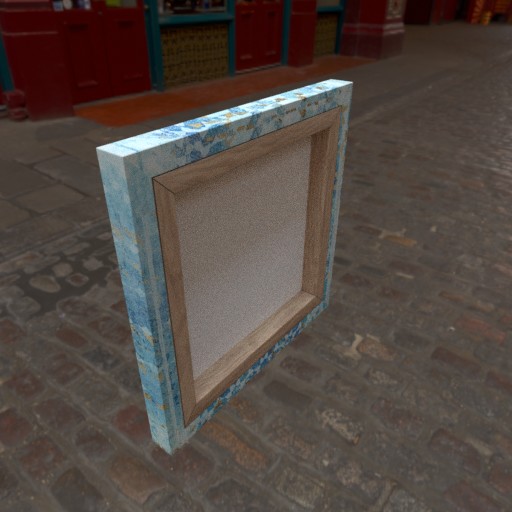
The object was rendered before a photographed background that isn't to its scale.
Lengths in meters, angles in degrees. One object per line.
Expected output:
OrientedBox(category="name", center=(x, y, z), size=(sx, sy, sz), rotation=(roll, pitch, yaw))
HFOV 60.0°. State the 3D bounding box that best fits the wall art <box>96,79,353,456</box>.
OrientedBox(category="wall art", center=(0.000, 0.000, 0.618), size=(0.037, 0.405, 0.405), rotation=(23, 38, 32))
